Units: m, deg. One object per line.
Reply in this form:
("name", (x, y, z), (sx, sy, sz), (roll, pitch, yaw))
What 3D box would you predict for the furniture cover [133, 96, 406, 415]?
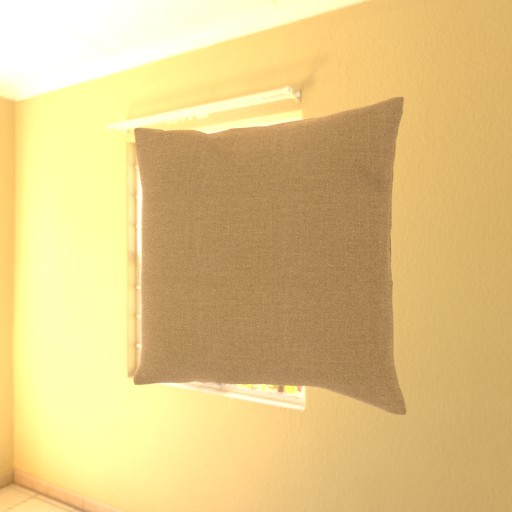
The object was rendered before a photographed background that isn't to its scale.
("furniture cover", (0.000, 0.000, 0.670), (0.431, 0.431, 0.139), (0, 0, 20))
